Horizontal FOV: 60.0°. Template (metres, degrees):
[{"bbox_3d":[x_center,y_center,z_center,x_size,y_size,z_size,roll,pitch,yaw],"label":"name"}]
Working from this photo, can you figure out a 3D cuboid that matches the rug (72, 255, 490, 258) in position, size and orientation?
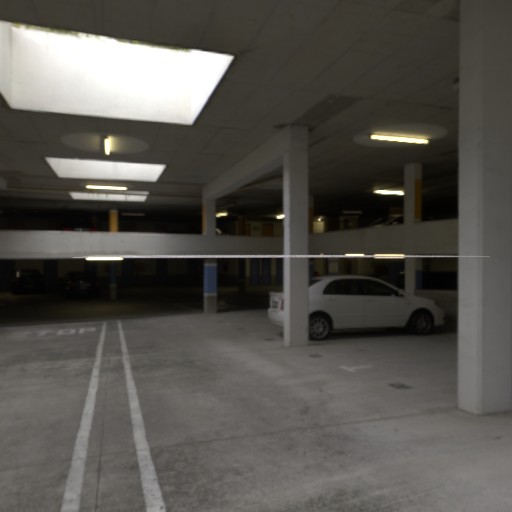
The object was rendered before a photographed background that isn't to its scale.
[{"bbox_3d":[0.000,0.000,3.976,2.880,0.005,2.391,0,0,-18],"label":"rug"}]
